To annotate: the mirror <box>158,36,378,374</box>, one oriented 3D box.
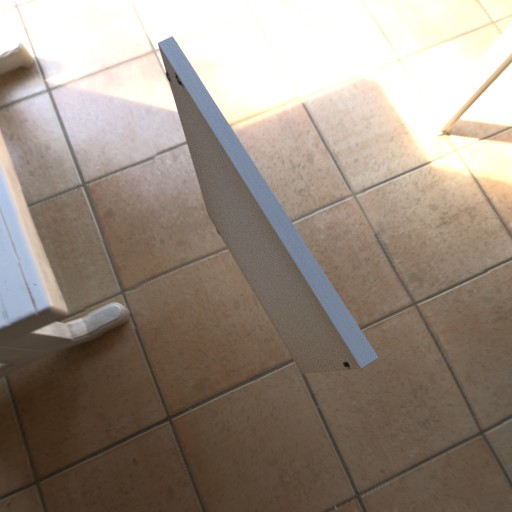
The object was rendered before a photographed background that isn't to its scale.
[{"bbox_3d":[0.000,0.000,1.328,0.040,1.016,0.762,-29,77,-8],"label":"mirror"}]
